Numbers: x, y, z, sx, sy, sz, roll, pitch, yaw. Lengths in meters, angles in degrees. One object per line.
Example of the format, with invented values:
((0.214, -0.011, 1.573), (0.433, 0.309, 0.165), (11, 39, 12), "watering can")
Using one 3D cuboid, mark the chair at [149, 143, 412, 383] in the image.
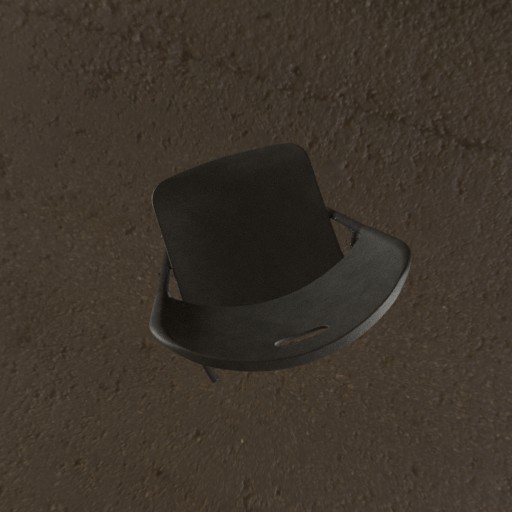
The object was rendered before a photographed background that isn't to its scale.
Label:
((0.000, 0.000, 1.151), (0.494, 0.810, 0.566), (-18, 77, -4), "chair")
